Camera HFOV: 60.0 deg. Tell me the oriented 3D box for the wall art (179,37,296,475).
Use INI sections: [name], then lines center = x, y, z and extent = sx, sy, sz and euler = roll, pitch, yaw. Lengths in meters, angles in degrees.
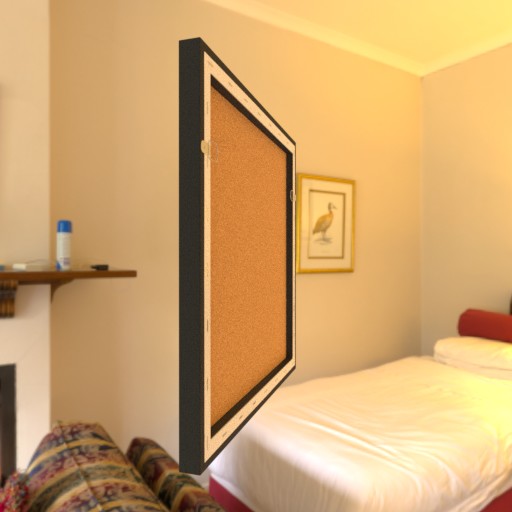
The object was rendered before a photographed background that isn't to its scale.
[wall art]
center = 0.000, 0.000, 1.132
extent = 0.044, 0.758, 0.758
euler = 0, 0, 18
